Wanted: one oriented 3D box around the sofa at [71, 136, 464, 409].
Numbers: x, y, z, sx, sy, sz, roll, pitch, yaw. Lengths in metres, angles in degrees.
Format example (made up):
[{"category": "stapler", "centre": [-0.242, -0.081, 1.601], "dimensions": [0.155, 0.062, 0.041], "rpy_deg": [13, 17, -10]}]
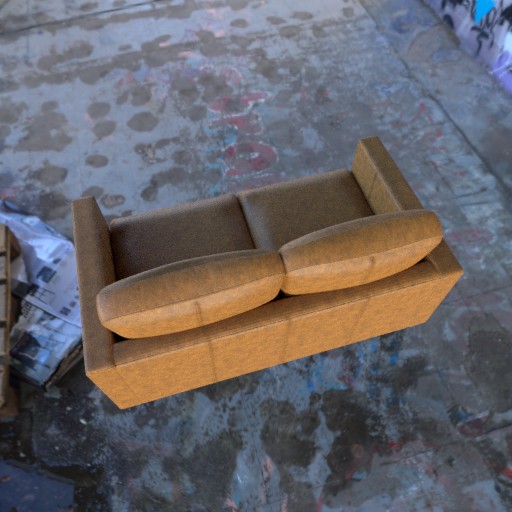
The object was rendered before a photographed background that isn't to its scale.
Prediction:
[{"category": "sofa", "centre": [0.000, 0.000, 2.162], "dimensions": [1.578, 0.951, 0.909], "rpy_deg": [-14, 58, -9]}]
